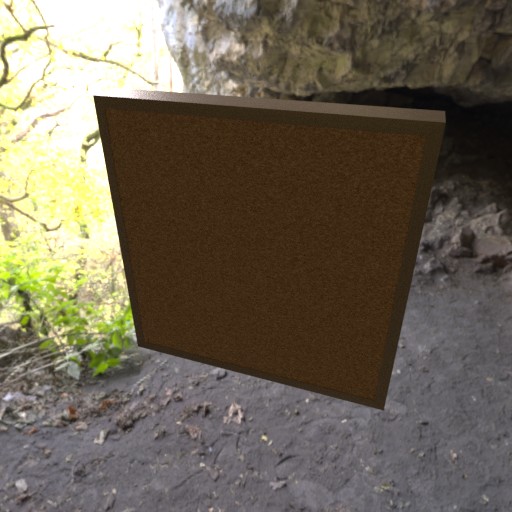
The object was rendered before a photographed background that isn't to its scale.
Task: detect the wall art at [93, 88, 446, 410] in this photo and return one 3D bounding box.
[{"bbox_3d":[0.000,0.000,0.456,0.304,0.305,0.038,10,32,16],"label":"wall art"}]
